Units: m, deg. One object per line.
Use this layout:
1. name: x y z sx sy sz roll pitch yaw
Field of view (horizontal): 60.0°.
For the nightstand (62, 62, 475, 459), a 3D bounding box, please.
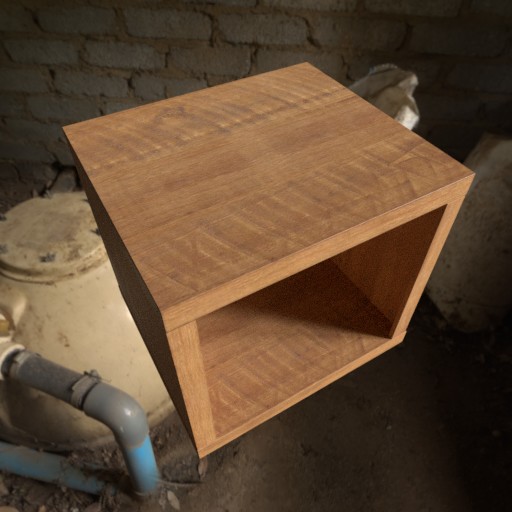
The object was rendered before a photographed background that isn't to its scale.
1. nightstand: 0.000 0.000 0.868 0.493 0.491 0.436 -23 51 -20
